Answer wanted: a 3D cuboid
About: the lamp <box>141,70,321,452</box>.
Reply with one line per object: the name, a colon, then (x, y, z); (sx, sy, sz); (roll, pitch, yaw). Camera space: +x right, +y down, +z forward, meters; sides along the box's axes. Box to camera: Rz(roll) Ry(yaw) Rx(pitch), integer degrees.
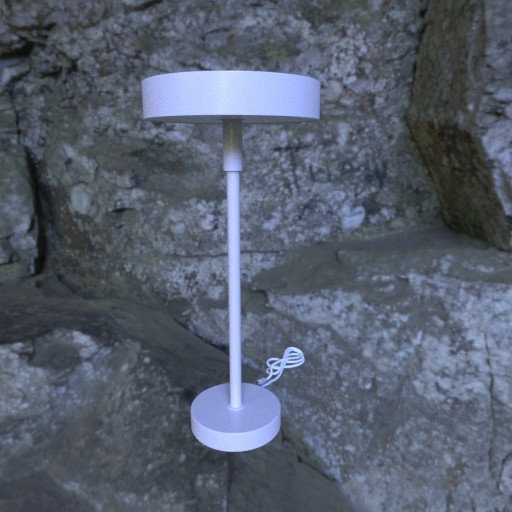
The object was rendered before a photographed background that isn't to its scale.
lamp: (0.000, 0.000, 0.697); (0.229, 0.508, 0.369); (7, 16, 26)
